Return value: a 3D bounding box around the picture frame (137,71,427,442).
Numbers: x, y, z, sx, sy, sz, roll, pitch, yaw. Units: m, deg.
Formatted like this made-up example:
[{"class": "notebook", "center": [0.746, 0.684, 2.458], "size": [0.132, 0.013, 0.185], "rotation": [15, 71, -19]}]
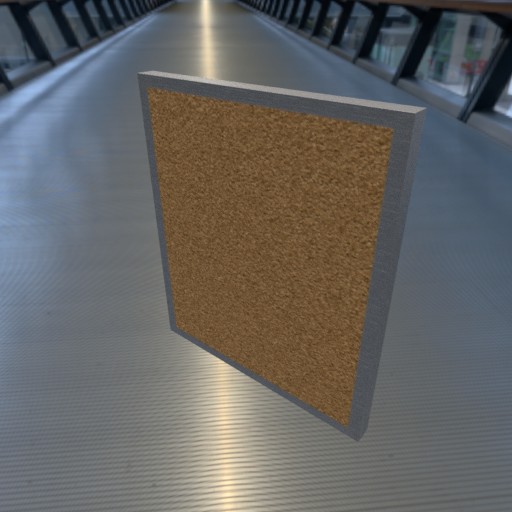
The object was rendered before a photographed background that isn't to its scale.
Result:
[{"class": "picture frame", "center": [0.000, 0.000, 0.523], "size": [0.327, 0.378, 0.027], "rotation": [22, 37, 33]}]
